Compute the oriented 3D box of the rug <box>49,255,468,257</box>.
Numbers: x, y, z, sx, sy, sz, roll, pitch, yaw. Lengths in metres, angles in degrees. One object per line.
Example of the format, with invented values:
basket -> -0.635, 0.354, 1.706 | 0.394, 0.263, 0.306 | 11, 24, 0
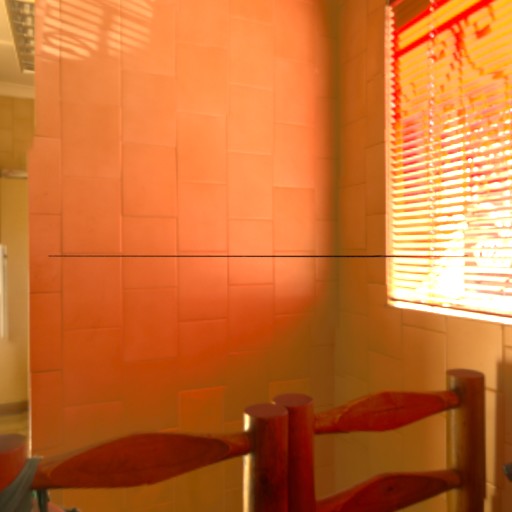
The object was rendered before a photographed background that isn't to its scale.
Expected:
rug -> 0.000, 0.000, 3.756 | 2.940, 0.011, 2.053 | 0, 0, 36
